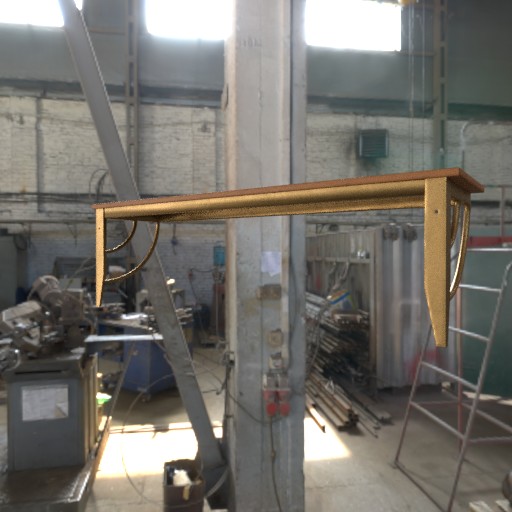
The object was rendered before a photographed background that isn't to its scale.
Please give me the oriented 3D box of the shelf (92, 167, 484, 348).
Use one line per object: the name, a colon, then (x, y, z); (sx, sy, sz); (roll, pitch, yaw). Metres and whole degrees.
shelf: (0.000, 0.000, 0.713); (0.636, 0.190, 0.166); (0, 1, 35)
